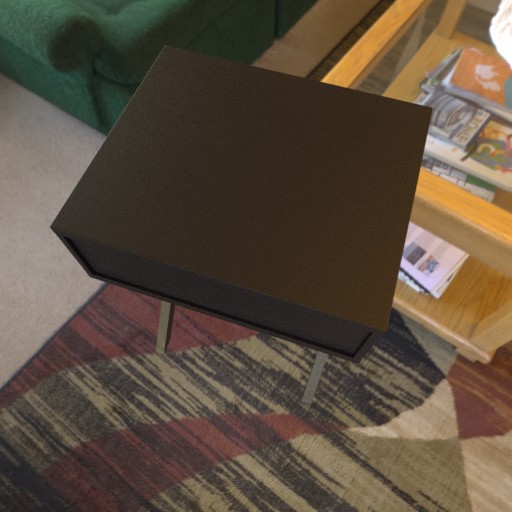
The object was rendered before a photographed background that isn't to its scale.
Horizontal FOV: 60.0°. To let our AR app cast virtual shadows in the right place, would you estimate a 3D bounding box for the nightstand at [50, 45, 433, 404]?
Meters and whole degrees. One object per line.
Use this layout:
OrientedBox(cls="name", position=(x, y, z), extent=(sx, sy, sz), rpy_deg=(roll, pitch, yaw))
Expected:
OrientedBox(cls="nightstand", position=(0.000, 0.000, 0.952), extent=(0.479, 0.623, 0.402), rpy_deg=(17, 64, 8))
